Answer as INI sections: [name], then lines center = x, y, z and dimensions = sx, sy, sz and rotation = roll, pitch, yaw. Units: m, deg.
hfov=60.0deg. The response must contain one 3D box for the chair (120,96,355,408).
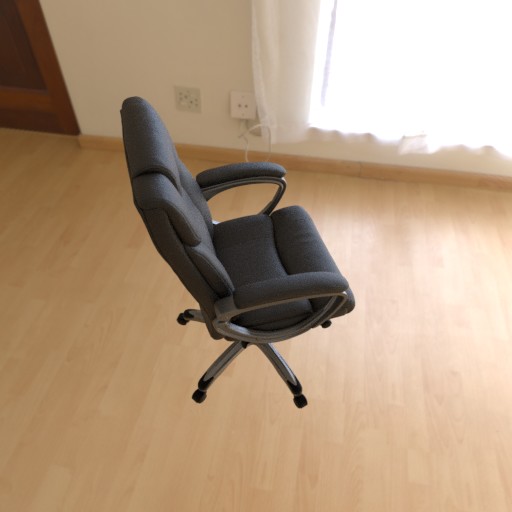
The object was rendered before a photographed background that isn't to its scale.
[chair]
center = 0.000, 0.000, 1.597
dimensions = 0.719, 1.130, 0.721
rotation = -11, 48, -10
